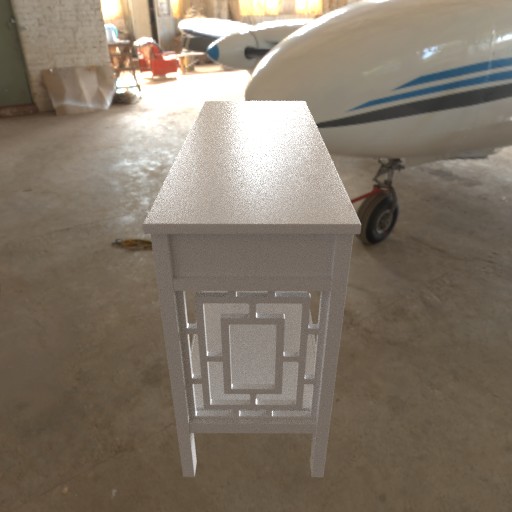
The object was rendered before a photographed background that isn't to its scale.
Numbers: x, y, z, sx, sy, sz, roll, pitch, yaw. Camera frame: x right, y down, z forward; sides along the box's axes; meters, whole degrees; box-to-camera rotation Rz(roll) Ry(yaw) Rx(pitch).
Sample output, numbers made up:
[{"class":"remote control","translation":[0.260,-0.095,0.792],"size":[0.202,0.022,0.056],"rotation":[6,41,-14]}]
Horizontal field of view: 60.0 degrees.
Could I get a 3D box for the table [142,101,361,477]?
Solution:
[{"class":"table","translation":[0.000,0.000,1.429],"size":[0.397,0.753,1.068],"rotation":[0,30,0]}]
